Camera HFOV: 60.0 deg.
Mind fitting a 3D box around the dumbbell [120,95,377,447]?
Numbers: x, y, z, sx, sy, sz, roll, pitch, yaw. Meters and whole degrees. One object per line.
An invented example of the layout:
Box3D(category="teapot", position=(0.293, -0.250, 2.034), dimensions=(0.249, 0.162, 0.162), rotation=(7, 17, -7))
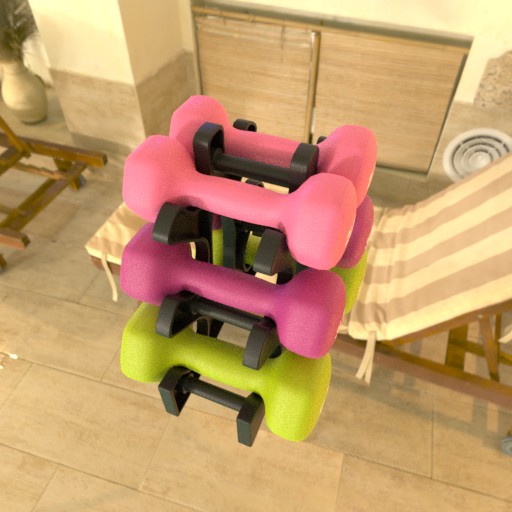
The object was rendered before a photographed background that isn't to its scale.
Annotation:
Box3D(category="dumbbell", position=(0.000, 0.000, 0.434), dimensions=(0.203, 0.261, 0.257), rotation=(16, 49, 15))
